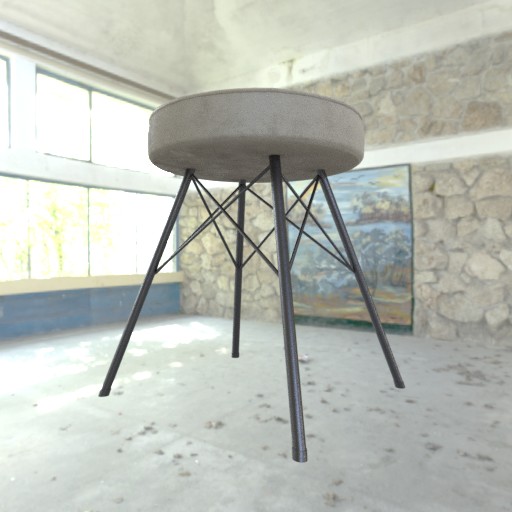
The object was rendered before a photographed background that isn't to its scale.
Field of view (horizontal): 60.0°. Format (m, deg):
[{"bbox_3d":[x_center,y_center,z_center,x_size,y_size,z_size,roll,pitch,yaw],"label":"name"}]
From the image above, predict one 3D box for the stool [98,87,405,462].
[{"bbox_3d":[0.000,0.000,0.874,0.457,0.538,0.423,0,1,37],"label":"stool"}]
